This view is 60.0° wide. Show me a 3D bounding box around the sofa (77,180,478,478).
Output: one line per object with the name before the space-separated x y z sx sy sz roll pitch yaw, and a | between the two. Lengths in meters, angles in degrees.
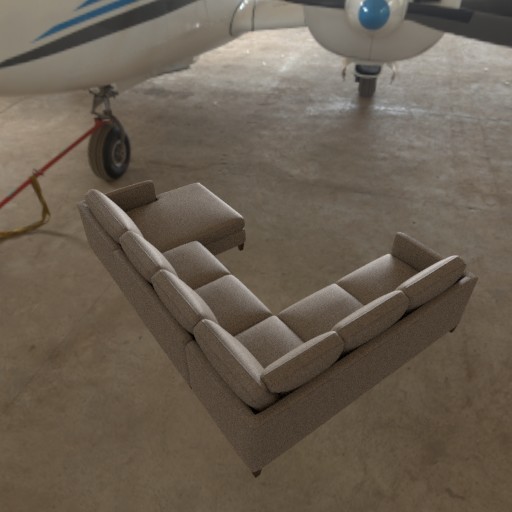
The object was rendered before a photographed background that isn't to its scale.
sofa | 0.000 0.000 4.605 2.551 0.889 3.403 -25 45 -27
